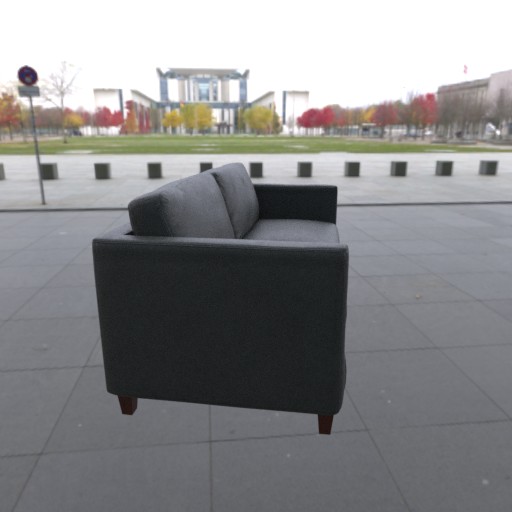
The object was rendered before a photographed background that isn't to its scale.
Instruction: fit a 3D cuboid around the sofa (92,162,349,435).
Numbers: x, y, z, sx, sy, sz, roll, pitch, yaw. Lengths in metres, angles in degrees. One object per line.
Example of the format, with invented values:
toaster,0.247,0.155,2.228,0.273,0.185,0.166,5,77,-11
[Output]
sofa,0.000,0.000,2.475,0.951,0.933,1.883,2,16,8
